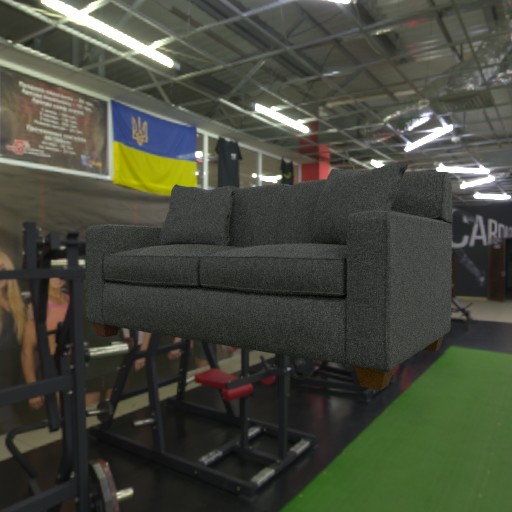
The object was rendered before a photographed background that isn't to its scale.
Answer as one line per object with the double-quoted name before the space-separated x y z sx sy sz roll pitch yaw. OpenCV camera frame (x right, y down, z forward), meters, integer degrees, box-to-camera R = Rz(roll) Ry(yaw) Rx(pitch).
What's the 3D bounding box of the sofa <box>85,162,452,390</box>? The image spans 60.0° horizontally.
"sofa" 0.000 0.000 2.458 1.846 0.958 0.998 1 1 36
